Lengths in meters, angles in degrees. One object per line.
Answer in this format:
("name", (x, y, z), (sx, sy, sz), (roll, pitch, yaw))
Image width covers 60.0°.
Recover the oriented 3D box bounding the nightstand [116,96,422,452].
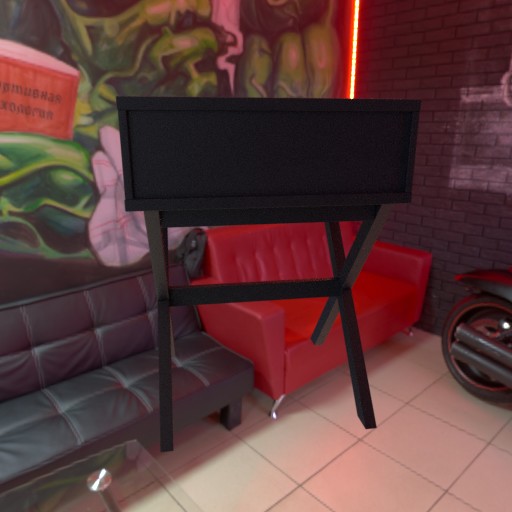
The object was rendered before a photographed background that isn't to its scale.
("nightstand", (0.000, 0.000, 0.958), (0.479, 0.623, 0.402), (-3, 17, -9))
